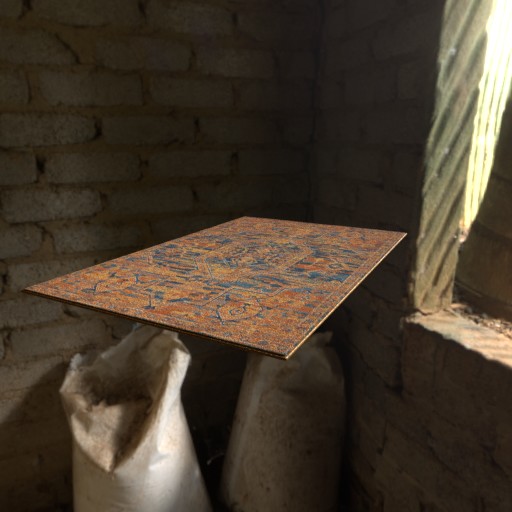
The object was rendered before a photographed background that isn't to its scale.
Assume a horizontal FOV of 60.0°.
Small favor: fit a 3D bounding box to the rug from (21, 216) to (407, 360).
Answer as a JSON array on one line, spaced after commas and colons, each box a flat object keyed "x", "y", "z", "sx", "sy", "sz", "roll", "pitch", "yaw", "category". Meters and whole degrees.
[{"x": 0.000, "y": 0.000, "z": 1.084, "sx": 0.557, "sy": 0.008, "sz": 0.863, "roll": 8, "pitch": 18, "yaw": 27, "category": "rug"}]
